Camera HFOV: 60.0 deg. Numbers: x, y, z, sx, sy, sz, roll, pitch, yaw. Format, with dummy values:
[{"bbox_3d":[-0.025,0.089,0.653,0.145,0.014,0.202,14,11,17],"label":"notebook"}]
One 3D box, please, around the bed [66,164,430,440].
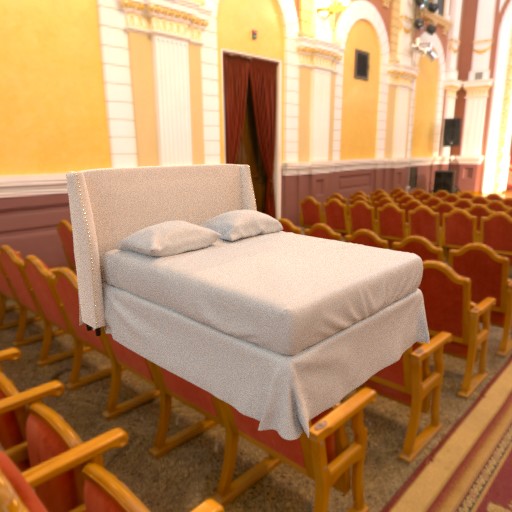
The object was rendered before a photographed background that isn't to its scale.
[{"bbox_3d":[0.000,0.000,3.484,2.276,1.332,1.925,13,19,42],"label":"bed"}]
